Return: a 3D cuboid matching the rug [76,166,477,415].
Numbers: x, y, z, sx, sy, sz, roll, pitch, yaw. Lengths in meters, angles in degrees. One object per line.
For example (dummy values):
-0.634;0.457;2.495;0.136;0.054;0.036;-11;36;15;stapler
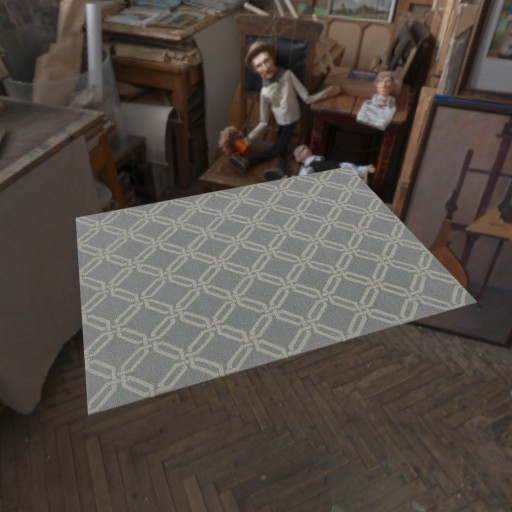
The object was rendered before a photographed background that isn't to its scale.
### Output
0.000;0.000;4.418;3.353;0.013;2.438;-13;44;-14;rug
